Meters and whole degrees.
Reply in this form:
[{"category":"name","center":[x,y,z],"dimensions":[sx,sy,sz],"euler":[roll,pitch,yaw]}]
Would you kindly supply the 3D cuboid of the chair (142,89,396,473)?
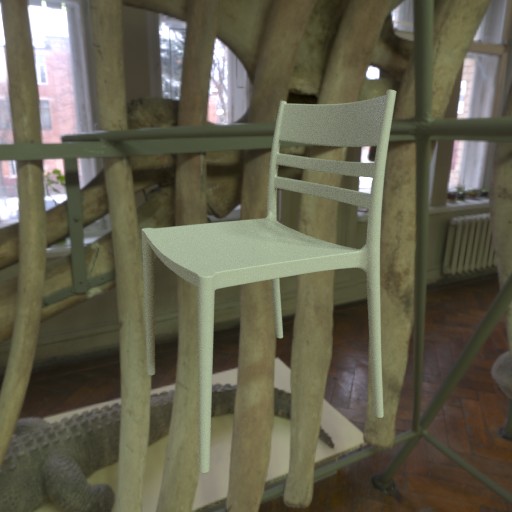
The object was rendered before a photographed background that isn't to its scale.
[{"category":"chair","center":[0.000,0.000,1.159],"dimensions":[0.511,0.800,0.531],"euler":[-8,18,-26]}]
